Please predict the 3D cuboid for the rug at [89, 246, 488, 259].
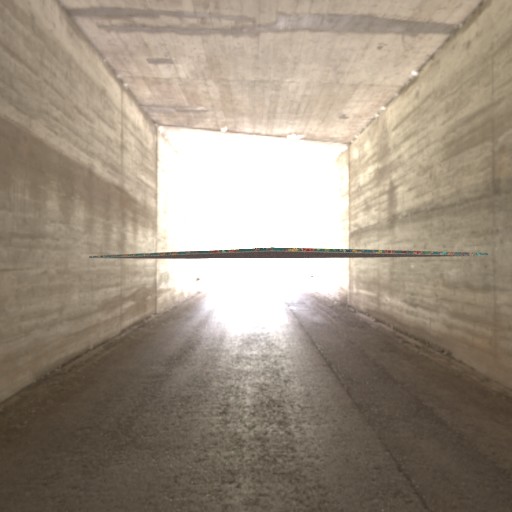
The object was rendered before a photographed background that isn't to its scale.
[{"bbox_3d":[0.000,0.000,2.933,1.527,0.016,2.290,1,-1,-36],"label":"rug"}]
